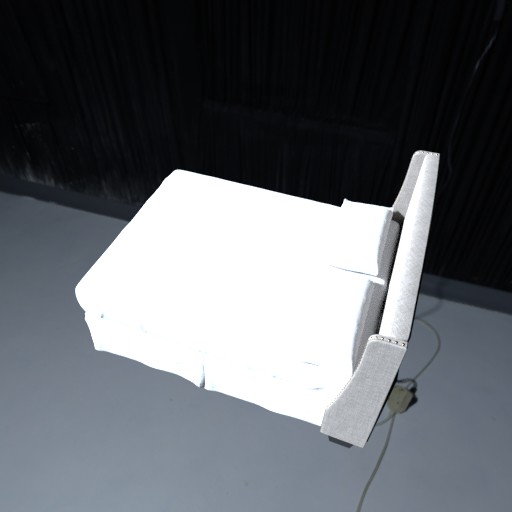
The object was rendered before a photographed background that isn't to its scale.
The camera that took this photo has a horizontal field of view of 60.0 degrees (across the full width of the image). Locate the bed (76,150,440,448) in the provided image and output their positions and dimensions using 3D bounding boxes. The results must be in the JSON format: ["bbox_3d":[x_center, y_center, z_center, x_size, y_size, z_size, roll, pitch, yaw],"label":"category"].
[{"bbox_3d":[0.000,0.000,3.325,2.237,1.407,1.710,16,49,14],"label":"bed"}]
